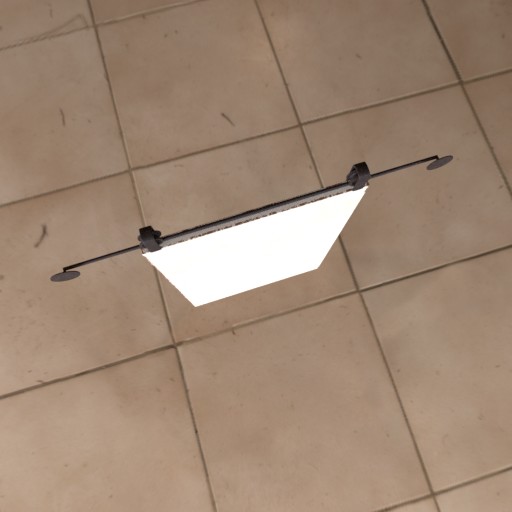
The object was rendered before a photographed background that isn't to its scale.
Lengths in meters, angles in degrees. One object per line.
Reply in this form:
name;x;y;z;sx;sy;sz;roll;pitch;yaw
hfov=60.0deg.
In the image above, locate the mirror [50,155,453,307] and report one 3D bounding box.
mirror;0.000;0.000;1.213;0.808;0.844;0.037;-17;77;-4
